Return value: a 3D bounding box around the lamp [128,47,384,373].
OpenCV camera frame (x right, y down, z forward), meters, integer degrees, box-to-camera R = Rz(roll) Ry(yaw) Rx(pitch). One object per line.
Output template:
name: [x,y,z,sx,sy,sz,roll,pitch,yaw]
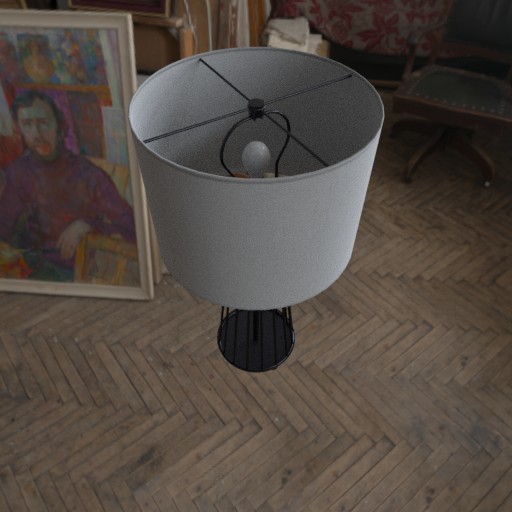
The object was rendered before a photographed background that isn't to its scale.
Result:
lamp: [0.000,0.000,0.786,0.322,0.593,0.322,-25,53,-21]
